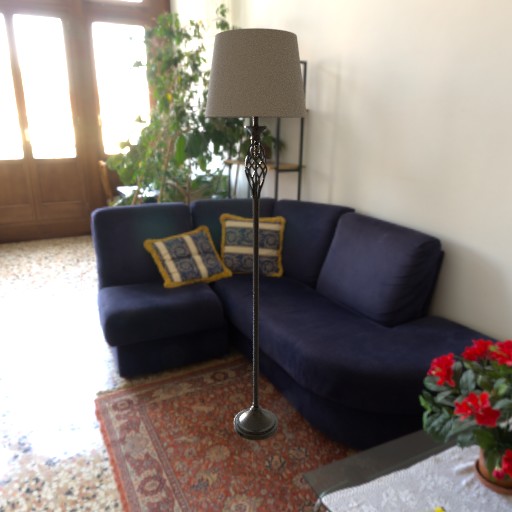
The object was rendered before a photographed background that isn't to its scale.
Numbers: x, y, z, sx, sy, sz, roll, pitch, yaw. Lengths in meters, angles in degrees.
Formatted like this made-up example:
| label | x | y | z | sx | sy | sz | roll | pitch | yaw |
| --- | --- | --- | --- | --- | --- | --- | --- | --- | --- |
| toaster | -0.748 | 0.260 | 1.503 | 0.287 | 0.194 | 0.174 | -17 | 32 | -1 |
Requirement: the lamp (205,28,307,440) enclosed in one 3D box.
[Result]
| label | x | y | z | sx | sy | sz | roll | pitch | yaw |
| --- | --- | --- | --- | --- | --- | --- | --- | --- | --- |
| lamp | 0.000 | 0.000 | 1.804 | 0.379 | 1.623 | 0.379 | 0 | 17 | 0 |
